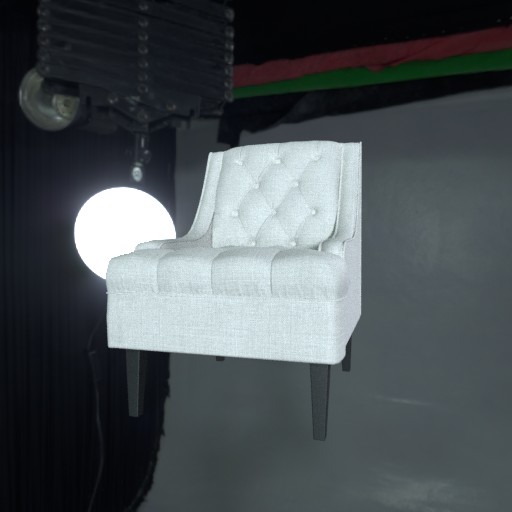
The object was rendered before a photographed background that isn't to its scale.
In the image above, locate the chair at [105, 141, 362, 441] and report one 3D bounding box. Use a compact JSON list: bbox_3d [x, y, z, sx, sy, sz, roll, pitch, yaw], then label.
[{"bbox_3d":[0.000,0.000,1.457,0.658,0.891,0.772,0,1,17],"label":"chair"}]
